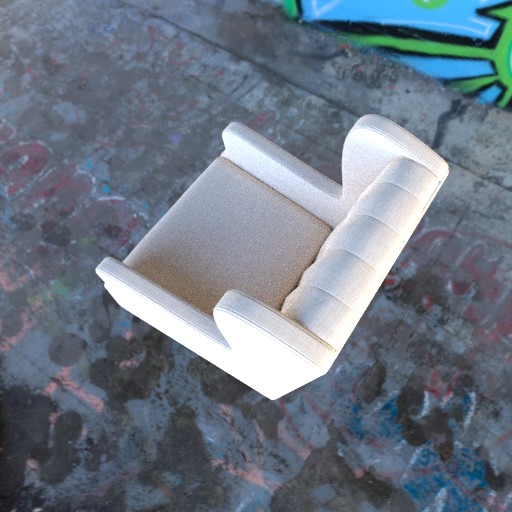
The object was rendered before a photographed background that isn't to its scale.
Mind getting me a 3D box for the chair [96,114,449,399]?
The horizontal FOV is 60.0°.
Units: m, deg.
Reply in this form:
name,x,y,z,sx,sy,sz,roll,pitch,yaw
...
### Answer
name,x,y,z,sx,sy,sz,roll,pitch,yaw
chair,0.000,0.000,1.463,0.760,0.930,0.710,32,68,14
